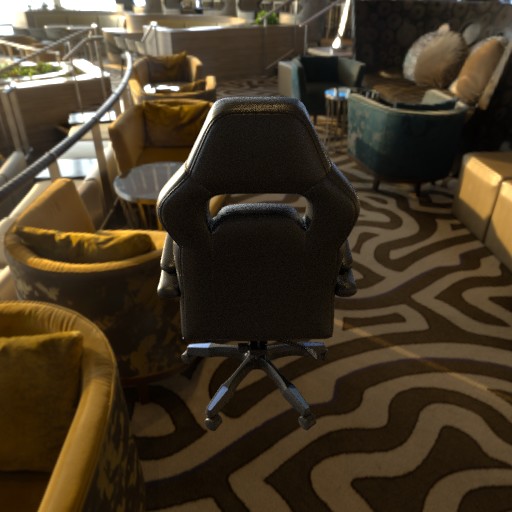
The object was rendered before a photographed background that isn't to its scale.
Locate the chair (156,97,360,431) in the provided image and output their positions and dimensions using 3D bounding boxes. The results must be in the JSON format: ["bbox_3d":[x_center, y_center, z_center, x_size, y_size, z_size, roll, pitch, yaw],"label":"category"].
[{"bbox_3d":[0.000,0.000,1.697,0.700,1.280,0.700,-1,31,-1],"label":"chair"}]
